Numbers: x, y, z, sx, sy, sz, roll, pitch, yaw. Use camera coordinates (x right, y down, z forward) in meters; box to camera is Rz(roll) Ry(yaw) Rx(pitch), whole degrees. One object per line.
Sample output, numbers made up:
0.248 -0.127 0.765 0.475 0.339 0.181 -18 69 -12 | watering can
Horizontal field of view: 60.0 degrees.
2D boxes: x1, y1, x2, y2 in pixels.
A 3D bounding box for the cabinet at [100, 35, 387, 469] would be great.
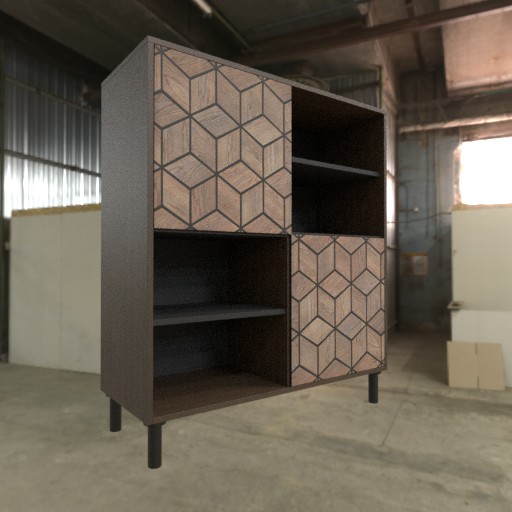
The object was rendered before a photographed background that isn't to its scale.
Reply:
0.000 0.000 1.637 1.010 1.170 0.400 0 -1 -36 | cabinet
